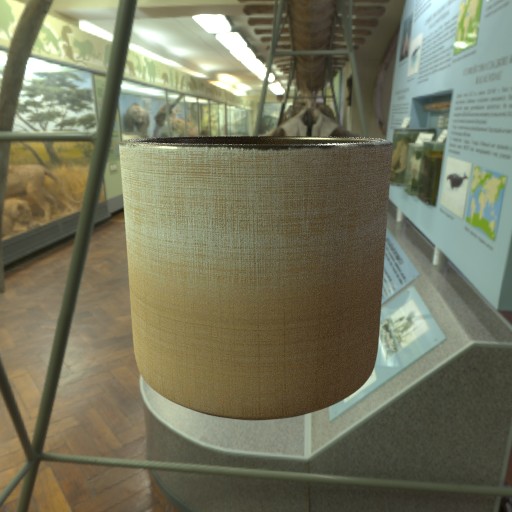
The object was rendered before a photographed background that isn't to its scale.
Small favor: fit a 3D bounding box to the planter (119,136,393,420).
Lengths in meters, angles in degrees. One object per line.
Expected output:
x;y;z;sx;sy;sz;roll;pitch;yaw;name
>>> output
0.000;0.000;0.393;0.221;0.201;0.221;0;17;0;planter
